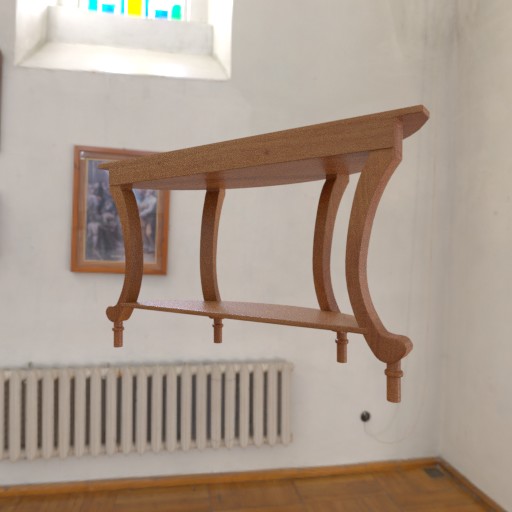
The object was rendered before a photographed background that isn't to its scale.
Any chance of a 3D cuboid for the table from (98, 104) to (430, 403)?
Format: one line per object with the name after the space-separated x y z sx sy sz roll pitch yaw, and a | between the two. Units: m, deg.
0.000 0.000 1.505 1.198 0.692 0.394 0 1 35 | table
